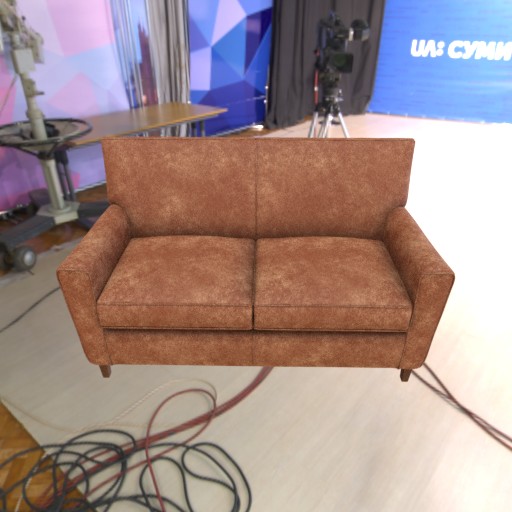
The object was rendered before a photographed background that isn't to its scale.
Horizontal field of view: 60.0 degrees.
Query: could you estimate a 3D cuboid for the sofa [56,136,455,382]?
[{"bbox_3d":[0.000,0.000,1.999,1.473,0.871,0.787,1,31,1],"label":"sofa"}]
